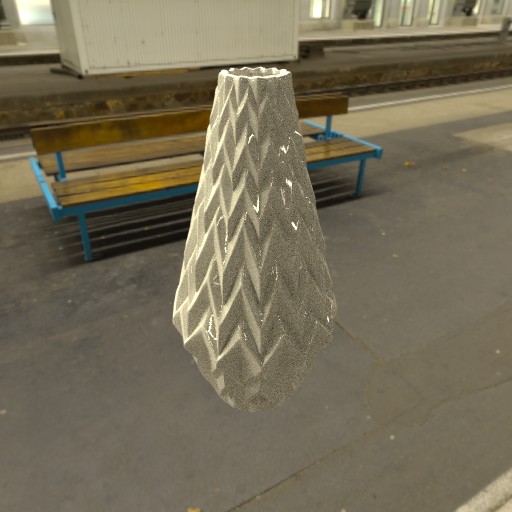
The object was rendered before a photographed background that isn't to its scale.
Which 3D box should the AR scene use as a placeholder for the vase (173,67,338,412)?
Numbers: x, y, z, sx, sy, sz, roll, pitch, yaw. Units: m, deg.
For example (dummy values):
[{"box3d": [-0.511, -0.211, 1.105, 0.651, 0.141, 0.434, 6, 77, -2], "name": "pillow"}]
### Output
[{"box3d": [0.000, 0.000, 0.423, 0.167, 0.328, 0.167, 0, 30, 0], "name": "vase"}]
